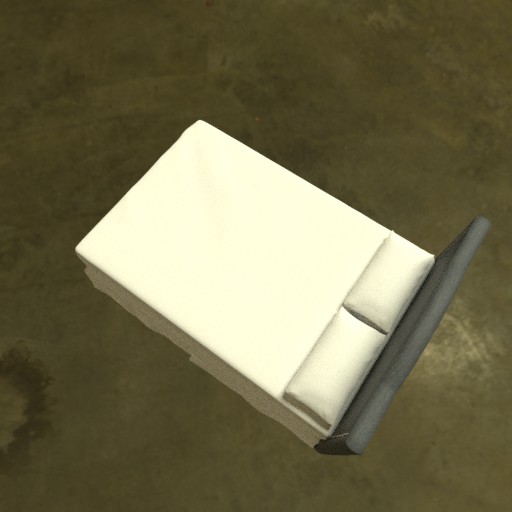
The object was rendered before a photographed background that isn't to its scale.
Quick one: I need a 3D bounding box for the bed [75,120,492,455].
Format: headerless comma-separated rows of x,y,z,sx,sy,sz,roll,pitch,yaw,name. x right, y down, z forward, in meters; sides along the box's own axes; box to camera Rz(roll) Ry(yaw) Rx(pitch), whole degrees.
0.000,0.000,3.409,2.507,1.441,1.747,33,71,13,bed
